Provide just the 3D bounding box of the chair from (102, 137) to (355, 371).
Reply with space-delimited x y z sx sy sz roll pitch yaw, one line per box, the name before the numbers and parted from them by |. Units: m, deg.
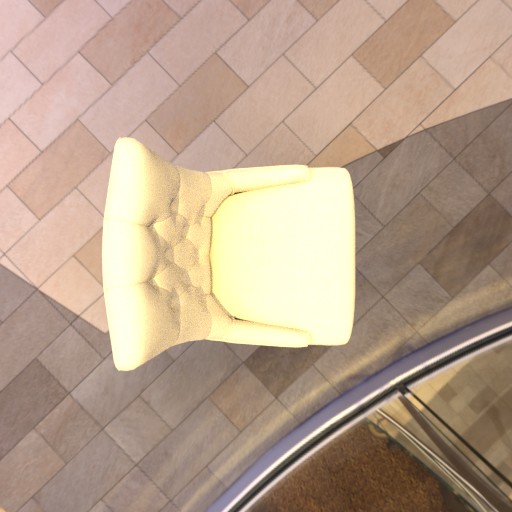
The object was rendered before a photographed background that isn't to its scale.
chair | 0.000 0.000 1.250 0.565 0.874 0.509 0 89 1
